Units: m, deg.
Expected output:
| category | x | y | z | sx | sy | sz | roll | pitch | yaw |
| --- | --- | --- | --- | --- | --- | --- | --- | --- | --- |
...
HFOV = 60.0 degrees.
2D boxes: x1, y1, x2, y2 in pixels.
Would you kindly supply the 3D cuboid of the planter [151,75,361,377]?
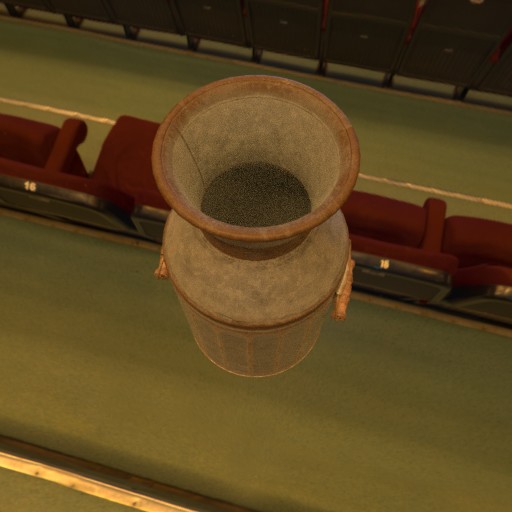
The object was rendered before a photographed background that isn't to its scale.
| category | x | y | z | sx | sy | sz | roll | pitch | yaw |
| --- | --- | --- | --- | --- | --- | --- | --- | --- | --- |
| planter | 0.000 | 0.000 | 0.538 | 0.245 | 0.396 | 0.214 | 13 | 64 | 6 |
